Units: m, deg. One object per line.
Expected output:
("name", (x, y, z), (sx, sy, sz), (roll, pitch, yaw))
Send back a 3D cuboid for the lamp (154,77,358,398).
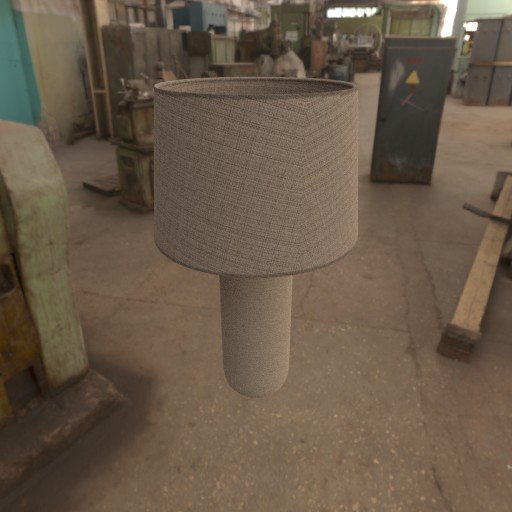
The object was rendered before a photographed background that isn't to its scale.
("lamp", (0.000, 0.000, 0.838), (0.367, 0.609, 0.367), (0, 26, 0))
